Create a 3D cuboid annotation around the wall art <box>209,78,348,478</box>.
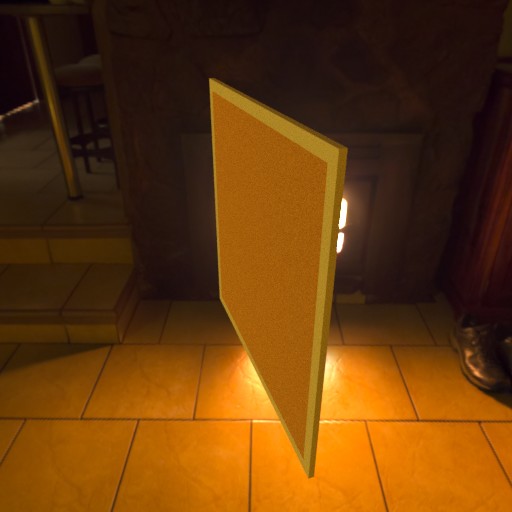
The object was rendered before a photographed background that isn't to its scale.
[{"bbox_3d":[0.000,0.000,0.684,0.009,0.457,0.456,-10,31,-17],"label":"wall art"}]
